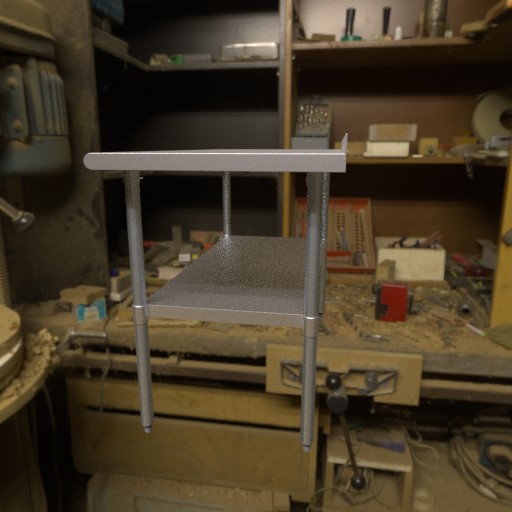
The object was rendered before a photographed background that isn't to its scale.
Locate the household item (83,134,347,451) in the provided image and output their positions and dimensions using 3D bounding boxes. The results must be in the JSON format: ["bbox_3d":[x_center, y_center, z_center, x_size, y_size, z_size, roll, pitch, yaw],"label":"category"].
[{"bbox_3d":[0.000,0.000,1.664,0.610,0.851,1.219,2,14,10],"label":"household item"}]
